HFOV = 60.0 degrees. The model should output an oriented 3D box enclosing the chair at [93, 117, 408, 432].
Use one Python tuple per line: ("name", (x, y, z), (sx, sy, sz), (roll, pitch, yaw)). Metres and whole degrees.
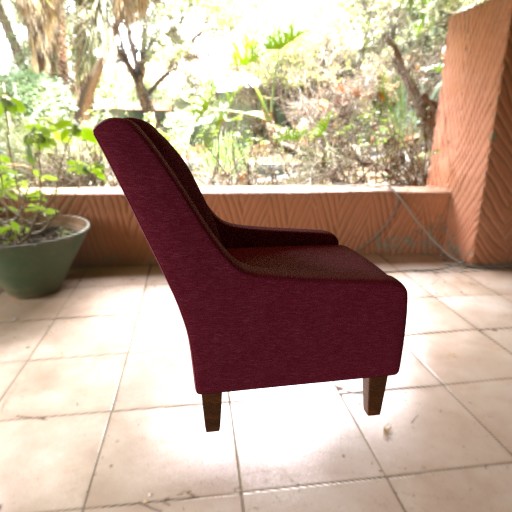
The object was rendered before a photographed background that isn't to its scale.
("chair", (0.000, 0.000, 1.718), (0.985, 1.017, 0.793), (-2, 16, -8))
